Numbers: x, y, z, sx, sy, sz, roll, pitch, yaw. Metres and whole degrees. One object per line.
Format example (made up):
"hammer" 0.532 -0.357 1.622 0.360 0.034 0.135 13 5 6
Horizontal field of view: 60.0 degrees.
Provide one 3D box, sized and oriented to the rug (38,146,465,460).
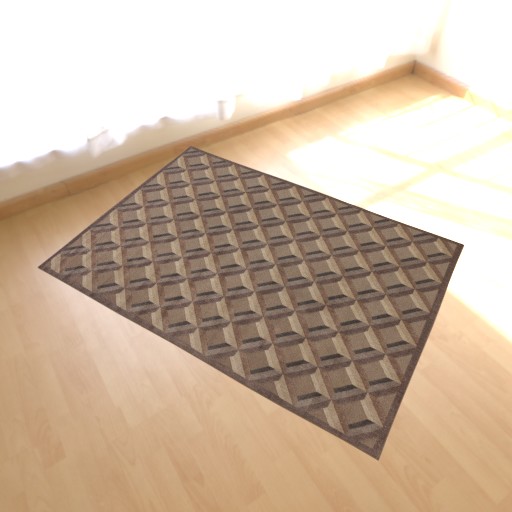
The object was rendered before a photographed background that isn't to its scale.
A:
"rug" 0.000 0.000 2.859 2.260 0.013 1.600 24 51 21
